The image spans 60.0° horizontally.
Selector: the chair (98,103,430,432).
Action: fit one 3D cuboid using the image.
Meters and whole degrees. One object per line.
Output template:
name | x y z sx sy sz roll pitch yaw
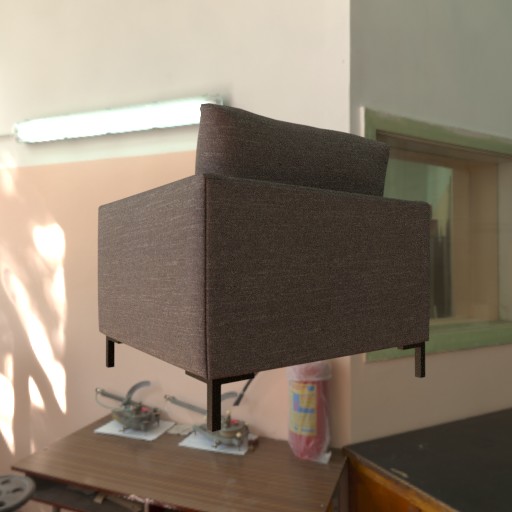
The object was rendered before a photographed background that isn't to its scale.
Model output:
chair | 0.000 0.000 1.622 0.940 0.841 0.845 1 -1 -36
